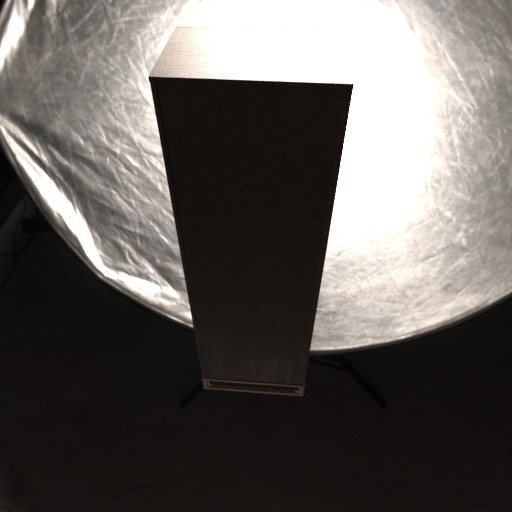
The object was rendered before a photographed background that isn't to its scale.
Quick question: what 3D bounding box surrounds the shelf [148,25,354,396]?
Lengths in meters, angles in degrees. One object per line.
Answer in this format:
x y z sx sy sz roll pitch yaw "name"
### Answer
0.000 0.000 1.909 0.539 1.732 0.395 3 47 3 "shelf"
